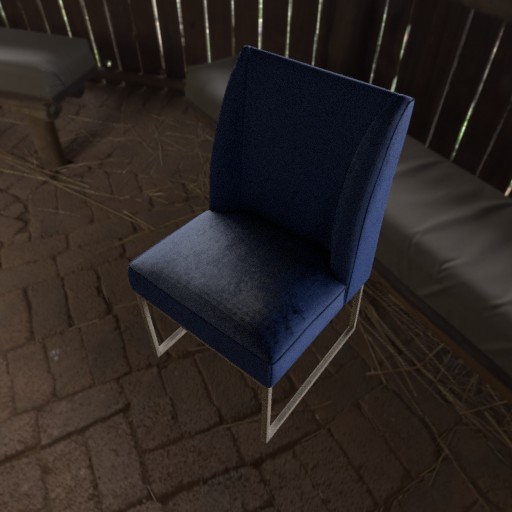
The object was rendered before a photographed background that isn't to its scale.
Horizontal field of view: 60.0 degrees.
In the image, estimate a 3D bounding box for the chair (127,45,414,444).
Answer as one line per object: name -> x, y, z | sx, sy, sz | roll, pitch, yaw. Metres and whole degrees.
chair -> 0.000, 0.000, 1.209 | 0.508, 0.863, 0.522 | 30, 53, 26
